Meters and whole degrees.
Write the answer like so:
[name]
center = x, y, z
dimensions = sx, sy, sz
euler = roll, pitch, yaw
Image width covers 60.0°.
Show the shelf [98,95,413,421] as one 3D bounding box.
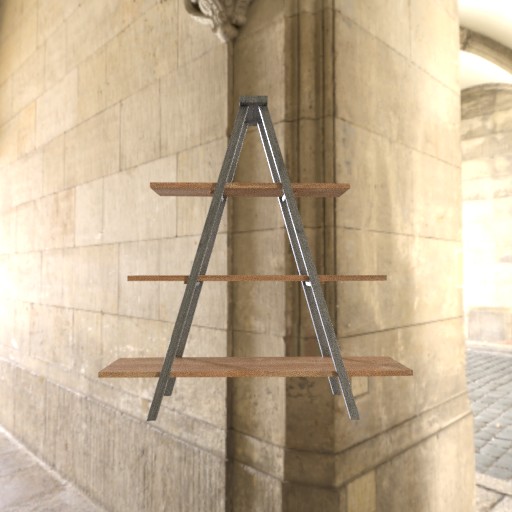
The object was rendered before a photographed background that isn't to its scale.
[shelf]
center = 0.000, 0.000, 2.693
dimensions = 1.746, 1.808, 0.508
euler = 0, -2, -1
